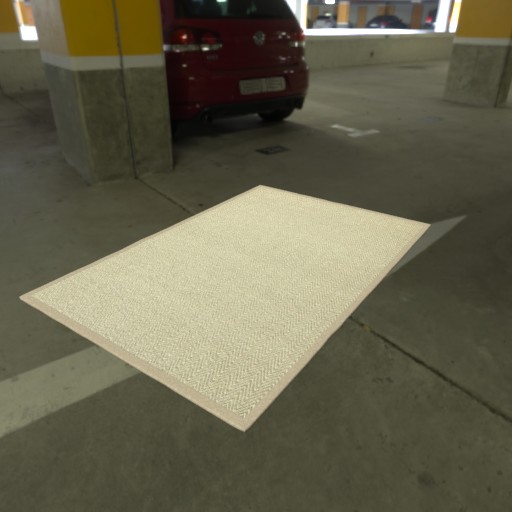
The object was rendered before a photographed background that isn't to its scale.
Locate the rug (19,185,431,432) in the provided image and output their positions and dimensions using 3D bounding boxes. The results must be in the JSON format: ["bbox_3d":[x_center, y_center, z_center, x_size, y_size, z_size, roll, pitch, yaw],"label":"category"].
[{"bbox_3d":[0.000,0.000,2.835,1.540,0.021,2.290,19,33,31],"label":"rug"}]
